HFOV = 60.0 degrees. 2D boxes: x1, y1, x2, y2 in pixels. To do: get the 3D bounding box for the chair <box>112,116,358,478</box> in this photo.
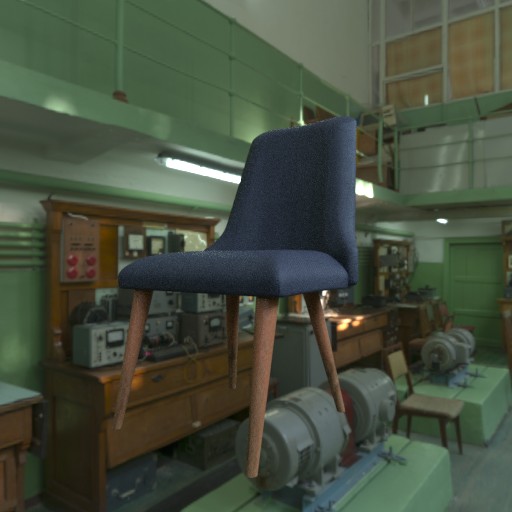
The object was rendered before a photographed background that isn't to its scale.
[{"bbox_3d":[0.000,0.000,1.155,0.504,0.820,0.567,0,-1,35],"label":"chair"}]
